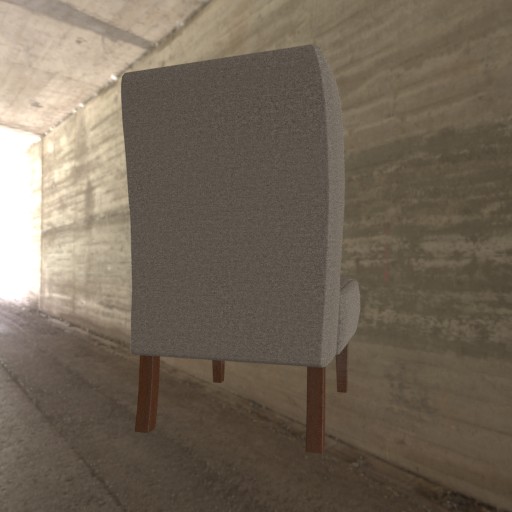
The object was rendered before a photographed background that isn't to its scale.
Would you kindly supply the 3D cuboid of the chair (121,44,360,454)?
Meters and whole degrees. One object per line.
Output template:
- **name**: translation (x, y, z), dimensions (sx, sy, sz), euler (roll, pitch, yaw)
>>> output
- **chair**: translation (0.000, 0.000, 1.177), dimensions (0.513, 0.804, 0.592), euler (0, -1, 16)
